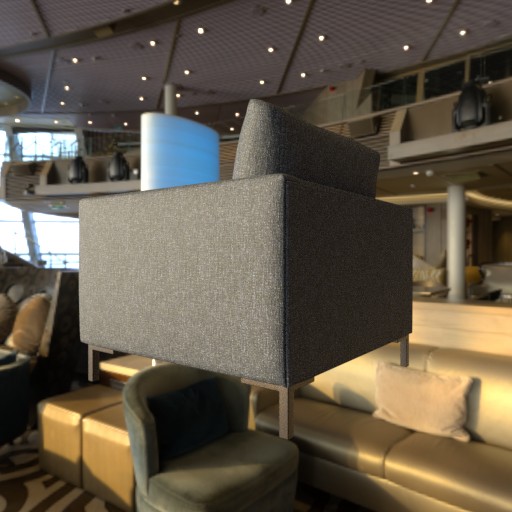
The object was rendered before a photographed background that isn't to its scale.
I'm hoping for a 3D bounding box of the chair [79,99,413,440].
[{"bbox_3d":[0.000,0.000,1.638,0.866,0.861,0.963,0,0,37],"label":"chair"}]
